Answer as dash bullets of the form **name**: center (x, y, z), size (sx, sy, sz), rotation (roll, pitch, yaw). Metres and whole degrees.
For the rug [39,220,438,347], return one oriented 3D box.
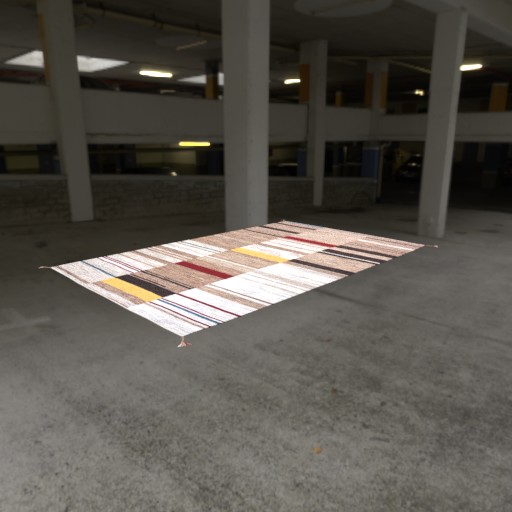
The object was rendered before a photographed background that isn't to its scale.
- **rug**: center (0.000, 0.000, 2.476), size (1.918, 0.007, 1.268), rotation (-15, 21, -43)
